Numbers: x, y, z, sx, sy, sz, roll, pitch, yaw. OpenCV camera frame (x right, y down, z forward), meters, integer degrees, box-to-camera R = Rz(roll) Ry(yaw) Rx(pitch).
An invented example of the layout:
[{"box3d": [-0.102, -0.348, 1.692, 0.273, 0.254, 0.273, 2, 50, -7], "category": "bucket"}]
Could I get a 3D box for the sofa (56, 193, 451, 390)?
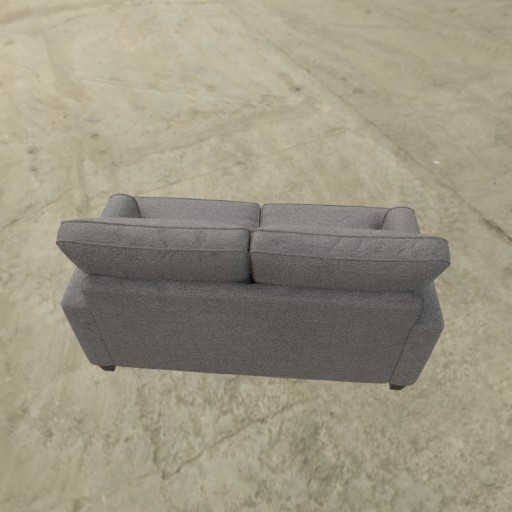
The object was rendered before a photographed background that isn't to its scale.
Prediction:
[{"box3d": [0.000, 0.000, 2.253, 1.651, 0.965, 0.965, 3, 46, 3], "category": "sofa"}]
